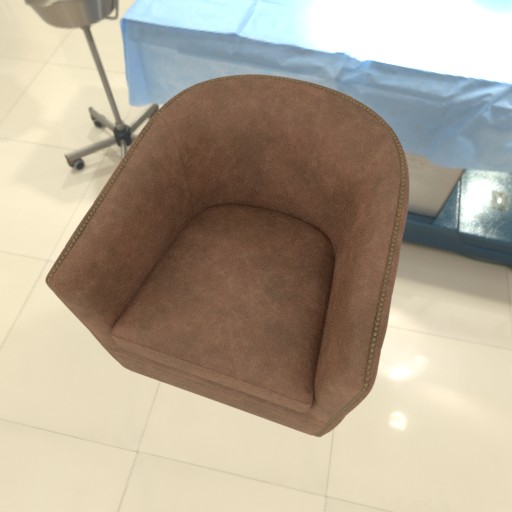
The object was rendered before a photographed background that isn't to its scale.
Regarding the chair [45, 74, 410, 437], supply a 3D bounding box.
[{"bbox_3d":[0.000,0.000,1.497,0.850,0.790,0.870,16,59,10],"label":"chair"}]
